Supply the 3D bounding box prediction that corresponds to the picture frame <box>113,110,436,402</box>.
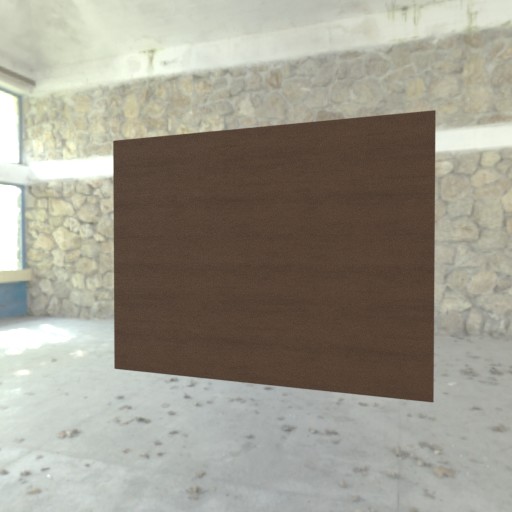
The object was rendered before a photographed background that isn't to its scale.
[{"bbox_3d":[0.000,0.000,1.778,1.329,1.018,0.045,0,1,19],"label":"picture frame"}]
